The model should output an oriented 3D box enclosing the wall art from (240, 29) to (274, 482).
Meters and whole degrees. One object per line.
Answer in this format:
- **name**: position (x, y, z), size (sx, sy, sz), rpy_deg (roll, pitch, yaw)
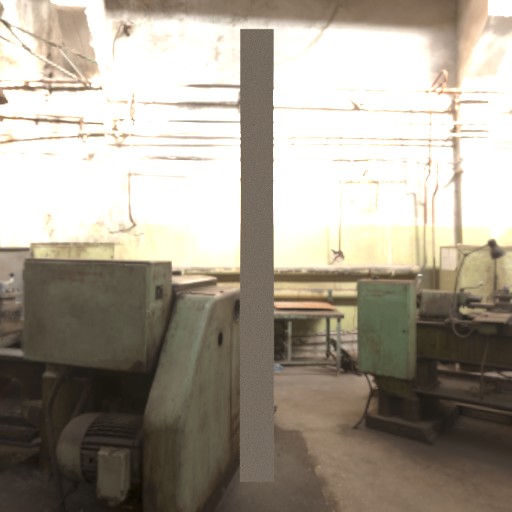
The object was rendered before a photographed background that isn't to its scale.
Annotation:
- **wall art**: position (0.000, 0.000, 1.907), size (0.098, 1.291, 1.289), rpy_deg (0, 0, 0)
